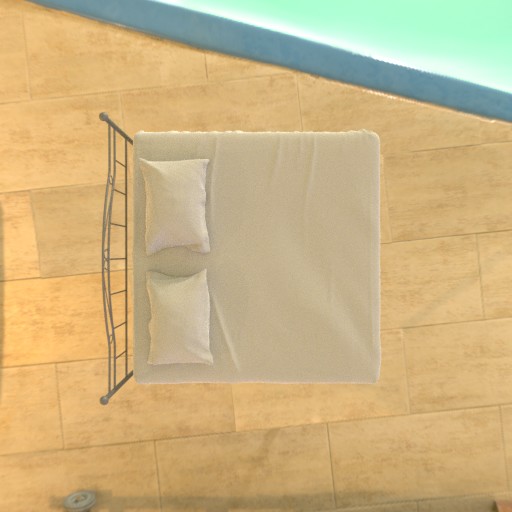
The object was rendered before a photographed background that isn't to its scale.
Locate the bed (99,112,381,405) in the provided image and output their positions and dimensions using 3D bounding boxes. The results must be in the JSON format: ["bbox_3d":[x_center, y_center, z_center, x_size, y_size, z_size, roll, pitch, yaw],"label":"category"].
[{"bbox_3d":[0.000,0.000,3.593,2.220,1.080,2.309,0,90,0],"label":"bed"}]
